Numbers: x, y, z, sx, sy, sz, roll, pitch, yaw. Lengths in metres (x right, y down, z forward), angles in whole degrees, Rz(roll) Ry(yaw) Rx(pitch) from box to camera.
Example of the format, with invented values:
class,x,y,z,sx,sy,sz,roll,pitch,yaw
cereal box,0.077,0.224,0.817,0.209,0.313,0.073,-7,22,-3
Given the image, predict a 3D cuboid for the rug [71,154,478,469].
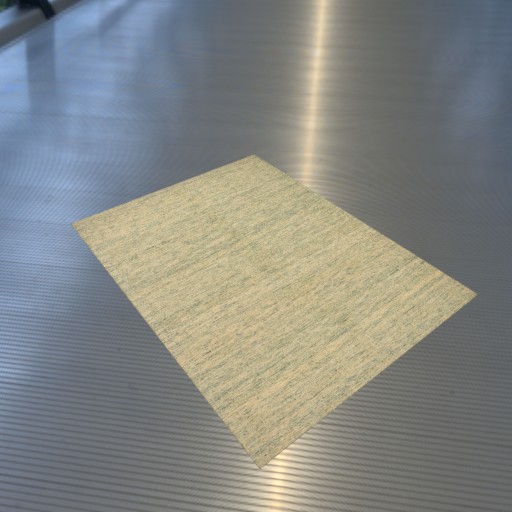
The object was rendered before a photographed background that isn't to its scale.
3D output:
class,x,y,z,sx,sy,sz,roll,pitch,yaw
rug,0.000,0.000,4.268,2.437,0.014,3.201,-27,48,-28
